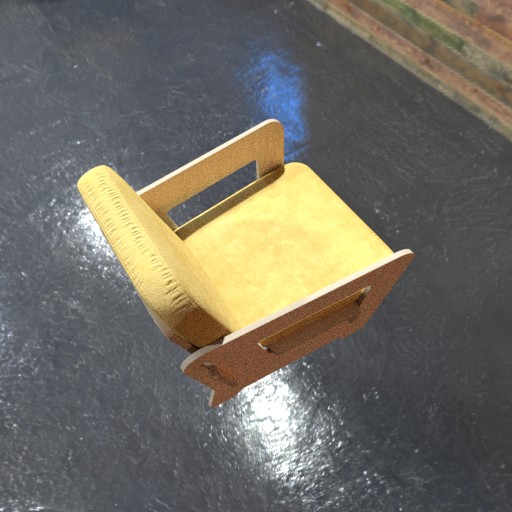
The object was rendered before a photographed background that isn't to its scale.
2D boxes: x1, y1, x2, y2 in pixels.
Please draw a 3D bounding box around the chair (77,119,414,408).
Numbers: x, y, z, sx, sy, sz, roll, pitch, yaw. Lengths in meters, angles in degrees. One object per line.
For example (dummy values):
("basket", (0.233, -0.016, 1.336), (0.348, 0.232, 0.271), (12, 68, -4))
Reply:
("chair", (0.000, 0.000, 1.291), (0.710, 0.800, 0.590), (-29, 62, -17))
